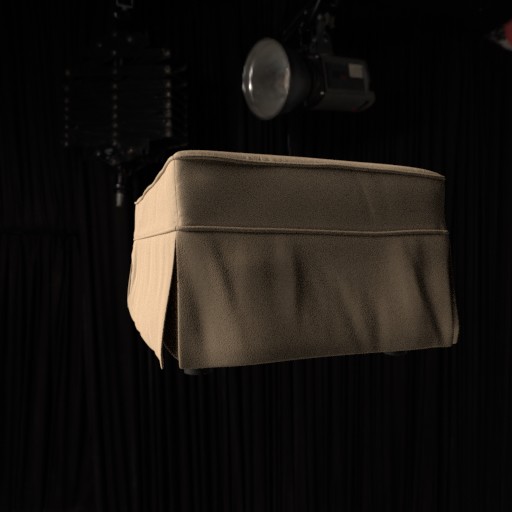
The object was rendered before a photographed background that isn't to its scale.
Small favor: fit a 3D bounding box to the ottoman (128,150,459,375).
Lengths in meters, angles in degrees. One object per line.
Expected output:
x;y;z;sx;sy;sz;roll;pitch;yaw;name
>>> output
0.000;0.000;1.344;0.721;0.482;0.959;0;1;-20;ottoman
